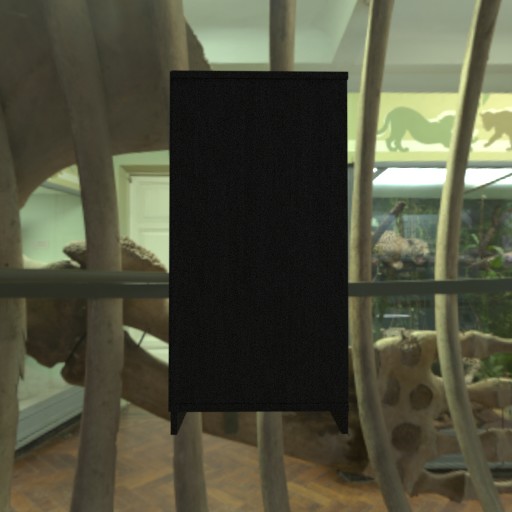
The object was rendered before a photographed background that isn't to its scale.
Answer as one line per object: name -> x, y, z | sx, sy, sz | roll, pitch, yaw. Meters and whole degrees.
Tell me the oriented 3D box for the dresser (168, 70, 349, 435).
dresser -> 0.000, 0.000, 1.489 | 0.404, 0.816, 0.994 | 0, -1, -1
